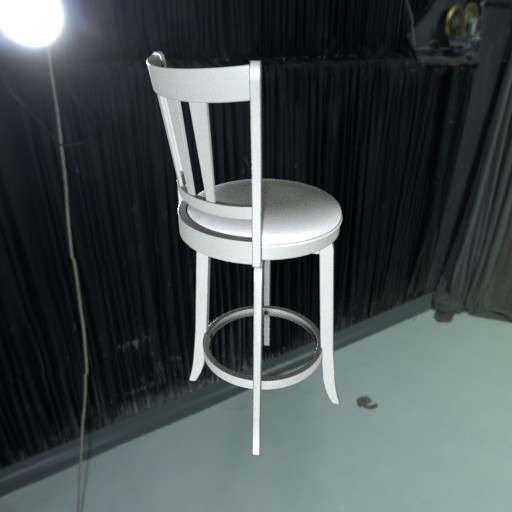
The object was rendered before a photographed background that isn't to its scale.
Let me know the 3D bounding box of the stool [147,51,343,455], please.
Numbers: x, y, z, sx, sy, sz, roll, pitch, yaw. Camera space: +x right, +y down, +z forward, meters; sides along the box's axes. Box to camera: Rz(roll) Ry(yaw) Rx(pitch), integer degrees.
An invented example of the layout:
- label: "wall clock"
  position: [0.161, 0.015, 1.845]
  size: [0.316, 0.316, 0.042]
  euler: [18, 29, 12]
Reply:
- label: "stool"
  position: [0.000, 0.000, 1.250]
  size: [0.475, 1.042, 0.436]
  euler: [-19, 33, -32]
